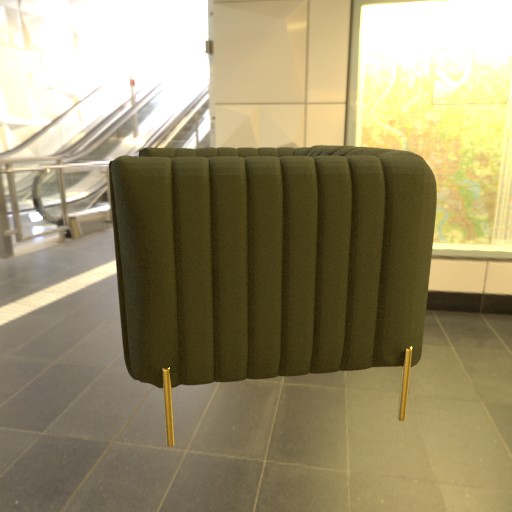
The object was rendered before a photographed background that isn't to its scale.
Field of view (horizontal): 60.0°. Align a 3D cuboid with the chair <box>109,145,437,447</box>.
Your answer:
[{"bbox_3d":[0.000,0.000,1.648,0.877,0.794,1.032,-3,15,-9],"label":"chair"}]
